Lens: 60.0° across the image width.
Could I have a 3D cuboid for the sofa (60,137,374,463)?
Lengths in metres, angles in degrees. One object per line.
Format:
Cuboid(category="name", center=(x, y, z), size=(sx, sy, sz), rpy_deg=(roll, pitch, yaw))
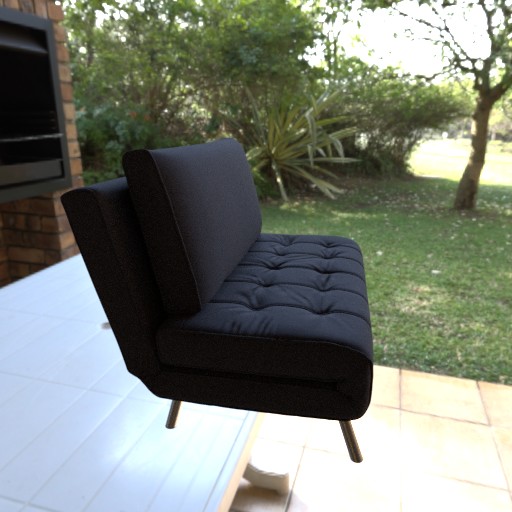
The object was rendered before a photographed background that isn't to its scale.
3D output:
Cuboid(category="sofa", center=(0.000, 0.000, 1.825), size=(0.910, 0.910, 1.220), rpy_deg=(3, 17, 11))
